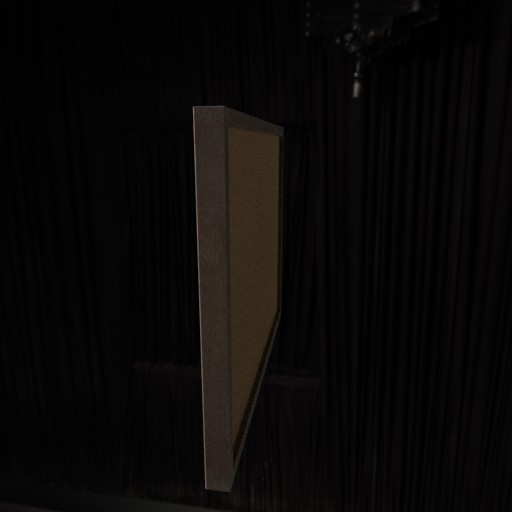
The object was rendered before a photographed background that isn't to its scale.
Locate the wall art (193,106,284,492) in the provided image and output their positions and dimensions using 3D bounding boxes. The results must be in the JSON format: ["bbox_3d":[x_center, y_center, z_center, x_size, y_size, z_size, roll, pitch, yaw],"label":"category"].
[{"bbox_3d":[0.000,0.000,1.733,0.070,1.009,1.320,2,14,9],"label":"wall art"}]
